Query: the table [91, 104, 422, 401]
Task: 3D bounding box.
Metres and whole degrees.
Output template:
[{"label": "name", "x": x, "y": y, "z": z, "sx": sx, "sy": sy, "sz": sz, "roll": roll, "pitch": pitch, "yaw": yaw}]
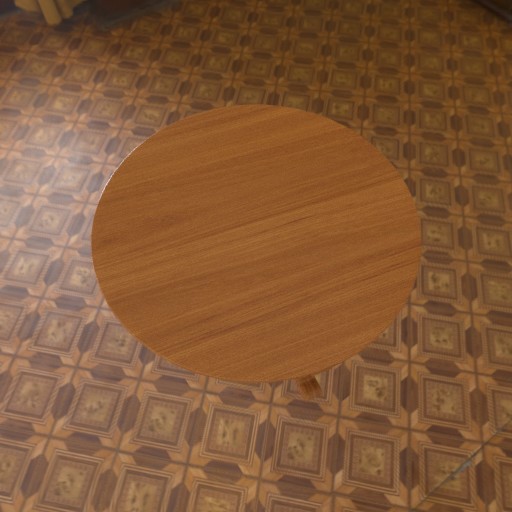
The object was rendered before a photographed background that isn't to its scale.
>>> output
[{"label": "table", "x": 0.000, "y": 0.000, "z": 1.604, "sx": 1.029, "sy": 0.490, "sz": 1.029, "roll": 0, "pitch": 60, "yaw": 0}]
